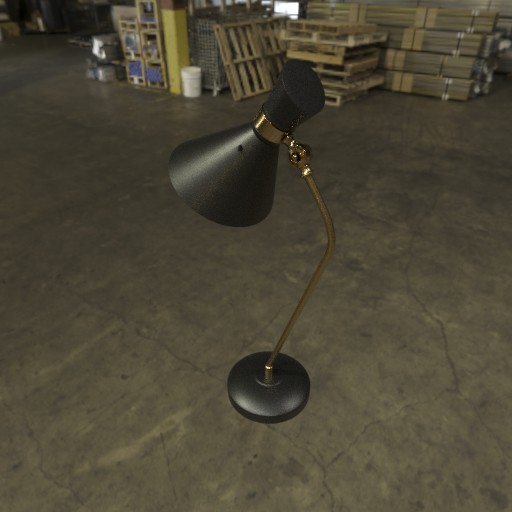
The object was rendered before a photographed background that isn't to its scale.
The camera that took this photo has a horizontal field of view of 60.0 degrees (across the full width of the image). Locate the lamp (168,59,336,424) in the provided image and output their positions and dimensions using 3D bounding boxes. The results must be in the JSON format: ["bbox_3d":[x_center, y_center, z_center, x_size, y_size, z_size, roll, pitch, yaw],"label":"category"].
[{"bbox_3d":[0.000,0.000,0.777,0.292,0.647,0.189,22,39,30],"label":"lamp"}]
